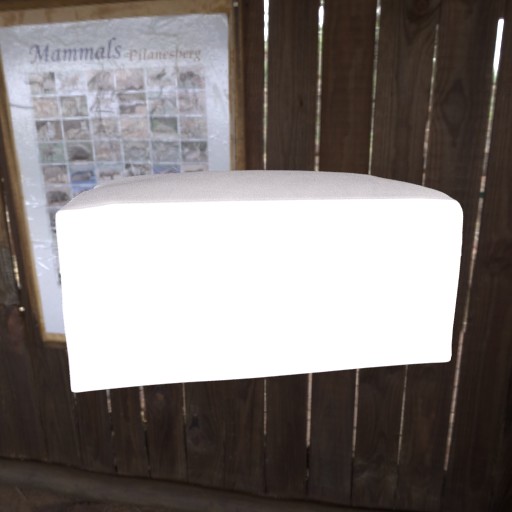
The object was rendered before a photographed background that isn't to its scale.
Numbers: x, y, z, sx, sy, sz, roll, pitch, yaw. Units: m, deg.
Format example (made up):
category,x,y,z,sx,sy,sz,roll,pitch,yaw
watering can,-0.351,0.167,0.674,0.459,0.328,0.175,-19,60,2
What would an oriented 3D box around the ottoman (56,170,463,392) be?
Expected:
category,x,y,z,sx,sy,sz,roll,pitch,yaw
ottoman,0.000,0.000,1.196,0.872,0.444,0.590,-2,14,-9
